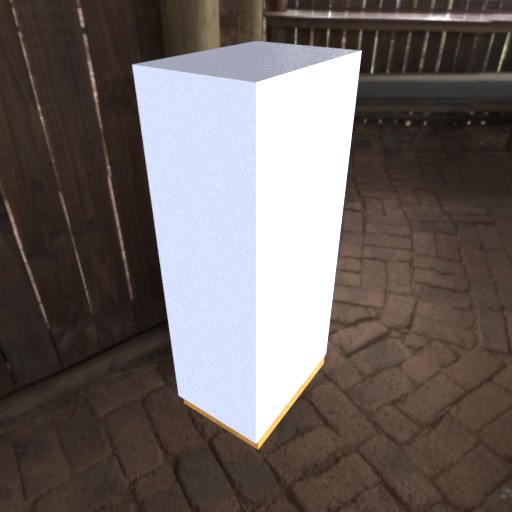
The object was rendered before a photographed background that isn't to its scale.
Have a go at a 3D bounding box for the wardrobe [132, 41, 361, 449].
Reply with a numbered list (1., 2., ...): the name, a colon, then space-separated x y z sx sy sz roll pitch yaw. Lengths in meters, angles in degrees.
1. wardrobe: 0.000 0.000 2.463 0.600 2.040 0.860 21 38 29
